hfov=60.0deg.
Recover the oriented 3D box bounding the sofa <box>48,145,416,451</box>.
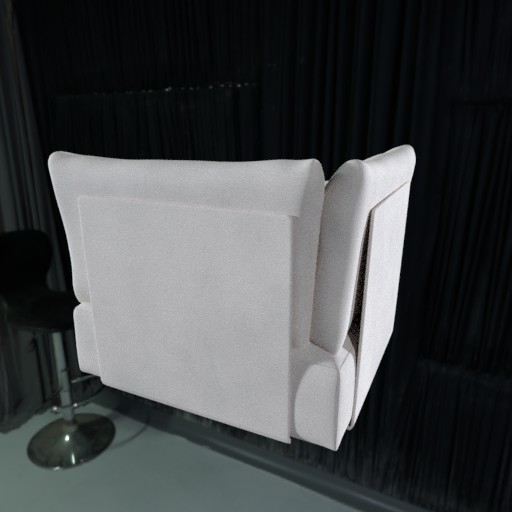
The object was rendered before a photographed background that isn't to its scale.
[{"bbox_3d":[0.000,0.000,1.710,1.000,0.820,1.000,8,18,24],"label":"sofa"}]
